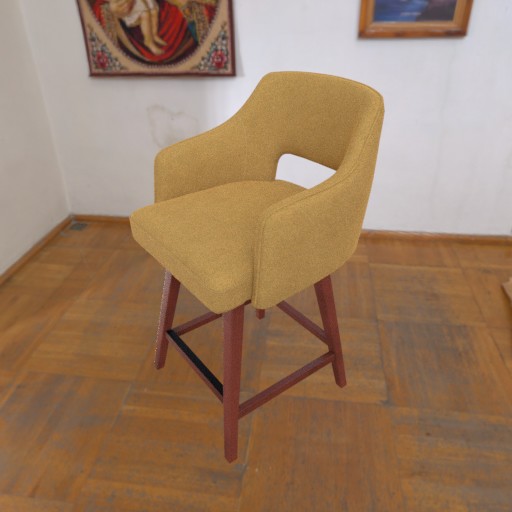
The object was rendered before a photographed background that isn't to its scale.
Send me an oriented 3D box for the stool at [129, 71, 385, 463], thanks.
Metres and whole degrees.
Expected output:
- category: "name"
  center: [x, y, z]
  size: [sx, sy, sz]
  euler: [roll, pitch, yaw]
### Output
- category: "stool"
  center: [0.000, 0.000, 1.278]
  size: [0.558, 0.924, 0.548]
  euler: [-22, 38, -31]
